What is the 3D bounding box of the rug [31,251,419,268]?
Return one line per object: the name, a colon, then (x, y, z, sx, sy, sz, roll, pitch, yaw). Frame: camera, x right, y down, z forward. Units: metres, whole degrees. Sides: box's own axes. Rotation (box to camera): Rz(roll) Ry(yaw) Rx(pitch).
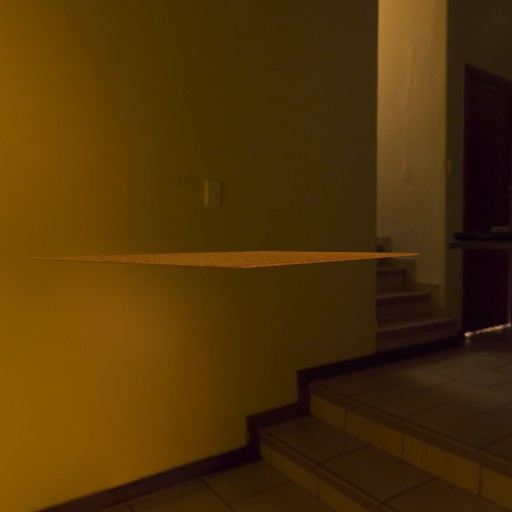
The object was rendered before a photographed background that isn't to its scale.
rug: (0.000, 0.000, 2.386, 1.213, 0.010, 1.829, 1, 2, 36)
